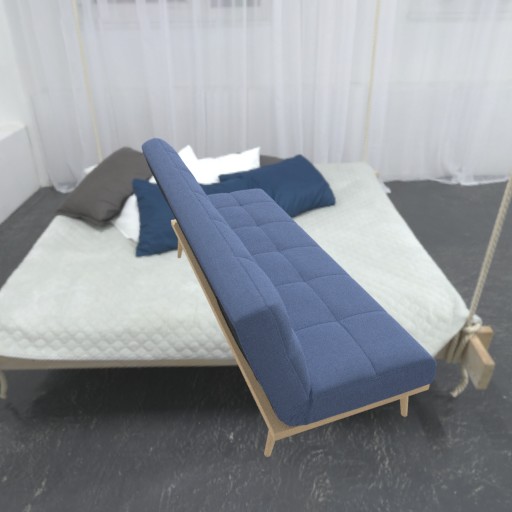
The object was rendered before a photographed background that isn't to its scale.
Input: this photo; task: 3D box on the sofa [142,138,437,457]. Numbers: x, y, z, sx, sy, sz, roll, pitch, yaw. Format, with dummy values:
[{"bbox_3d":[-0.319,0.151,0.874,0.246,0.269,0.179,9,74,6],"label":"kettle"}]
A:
[{"bbox_3d":[0.000,0.000,2.222,0.796,0.800,1.800,-11,33,-18],"label":"sofa"}]
